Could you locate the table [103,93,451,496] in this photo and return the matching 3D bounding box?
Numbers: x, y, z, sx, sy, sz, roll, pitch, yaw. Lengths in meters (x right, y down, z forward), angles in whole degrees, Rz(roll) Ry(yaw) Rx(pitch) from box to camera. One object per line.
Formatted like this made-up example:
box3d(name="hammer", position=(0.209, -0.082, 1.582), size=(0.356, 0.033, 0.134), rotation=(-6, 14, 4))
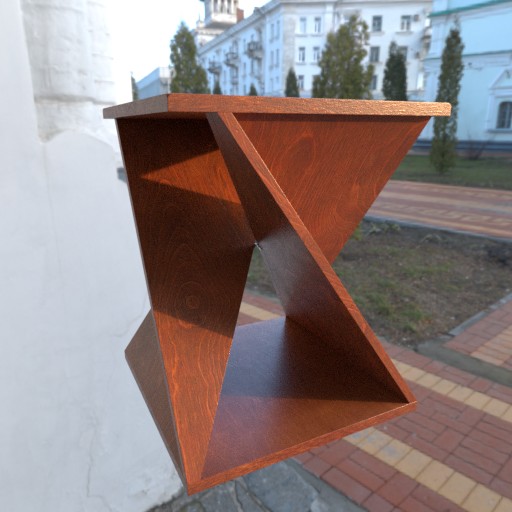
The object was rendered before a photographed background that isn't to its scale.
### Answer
box3d(name="table", position=(0.000, 0.000, 0.811), size=(0.427, 0.520, 0.427), rotation=(-8, 18, -26))
